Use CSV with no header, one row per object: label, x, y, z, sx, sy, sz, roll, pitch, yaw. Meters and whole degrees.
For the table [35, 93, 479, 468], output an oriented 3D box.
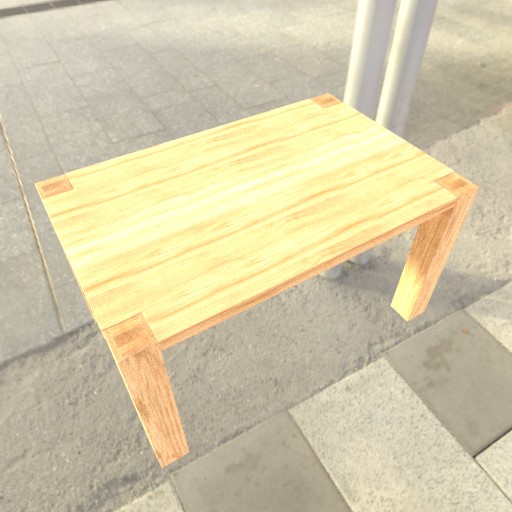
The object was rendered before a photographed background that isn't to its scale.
table,0.000,0.000,1.927,1.400,0.760,0.900,-24,50,-22
